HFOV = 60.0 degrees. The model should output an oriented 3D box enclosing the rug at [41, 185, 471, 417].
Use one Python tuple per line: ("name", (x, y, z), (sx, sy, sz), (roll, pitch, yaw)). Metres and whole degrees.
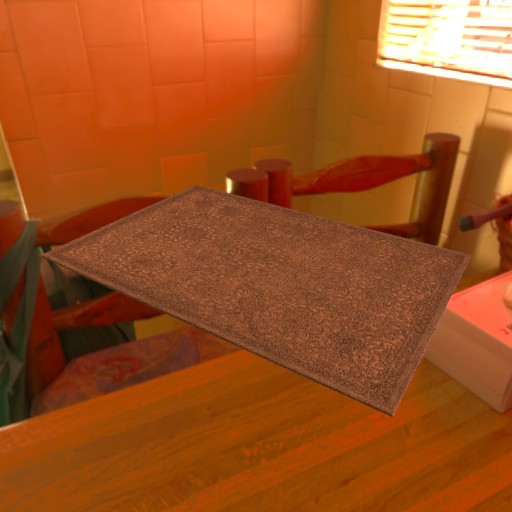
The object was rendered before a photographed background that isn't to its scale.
("rug", (0.000, 0.000, 2.249), (1.819, 0.012, 1.208), (18, 34, 29))
